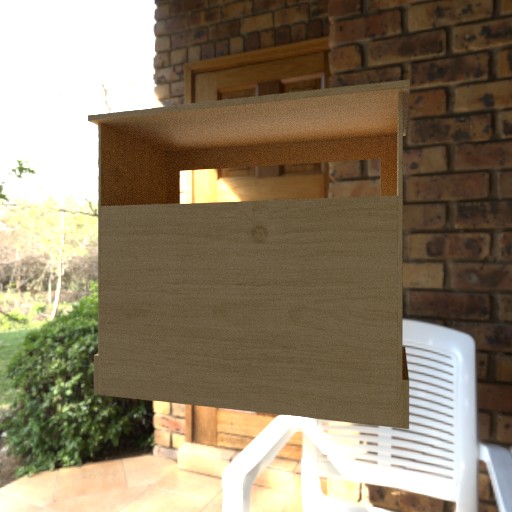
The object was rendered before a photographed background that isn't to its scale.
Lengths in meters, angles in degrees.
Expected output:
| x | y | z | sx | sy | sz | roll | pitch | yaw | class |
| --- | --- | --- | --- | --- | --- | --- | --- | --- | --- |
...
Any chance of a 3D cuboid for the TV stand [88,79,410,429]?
| x | y | z | sx | sy | sz | roll | pitch | yaw | class |
| --- | --- | --- | --- | --- | --- | --- | --- | --- | --- |
| 0.000 | 0.000 | 1.317 | 0.851 | 0.787 | 0.430 | 0 | 0 | 17 | TV stand |
